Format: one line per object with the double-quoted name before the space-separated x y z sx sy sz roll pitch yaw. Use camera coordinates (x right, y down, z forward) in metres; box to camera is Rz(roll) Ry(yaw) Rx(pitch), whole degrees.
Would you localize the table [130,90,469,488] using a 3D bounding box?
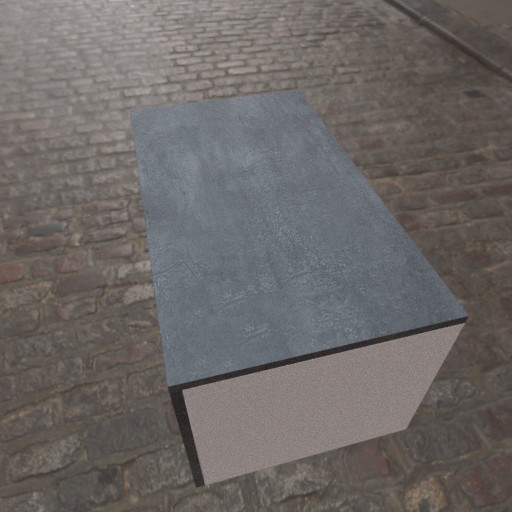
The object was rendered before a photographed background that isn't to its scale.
"table" 0.000 0.000 0.914 0.400 0.350 0.700 -11 46 -10
